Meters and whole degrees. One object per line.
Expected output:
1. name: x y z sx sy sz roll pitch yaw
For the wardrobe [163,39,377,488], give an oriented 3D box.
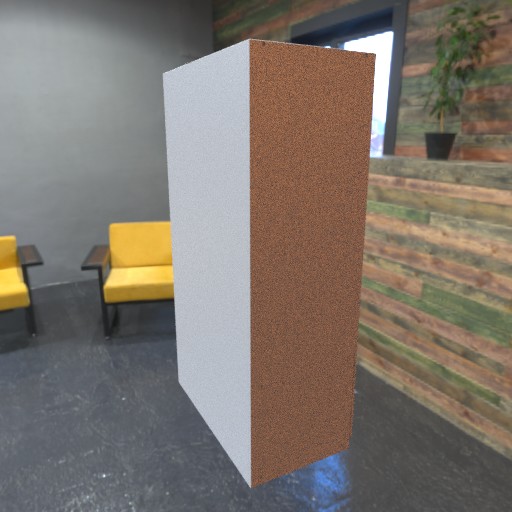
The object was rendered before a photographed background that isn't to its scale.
1. wardrobe: 0.000 0.000 2.262 0.577 1.808 0.991 -8 17 -27
